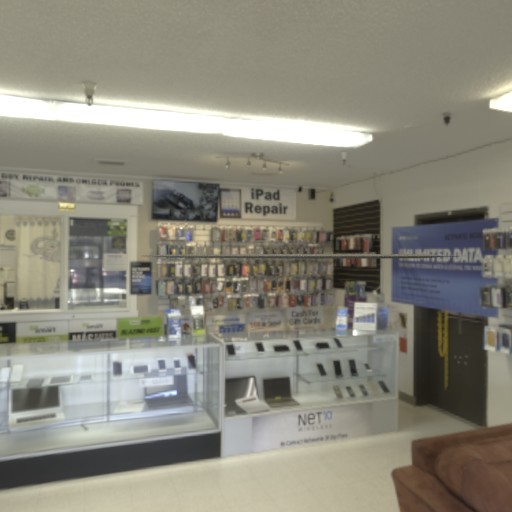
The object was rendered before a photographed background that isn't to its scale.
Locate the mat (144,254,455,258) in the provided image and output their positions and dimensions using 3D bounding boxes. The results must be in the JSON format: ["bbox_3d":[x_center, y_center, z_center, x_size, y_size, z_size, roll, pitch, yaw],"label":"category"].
[{"bbox_3d":[0.000,0.000,1.822,0.913,0.013,1.524,0,0,-18],"label":"mat"}]
